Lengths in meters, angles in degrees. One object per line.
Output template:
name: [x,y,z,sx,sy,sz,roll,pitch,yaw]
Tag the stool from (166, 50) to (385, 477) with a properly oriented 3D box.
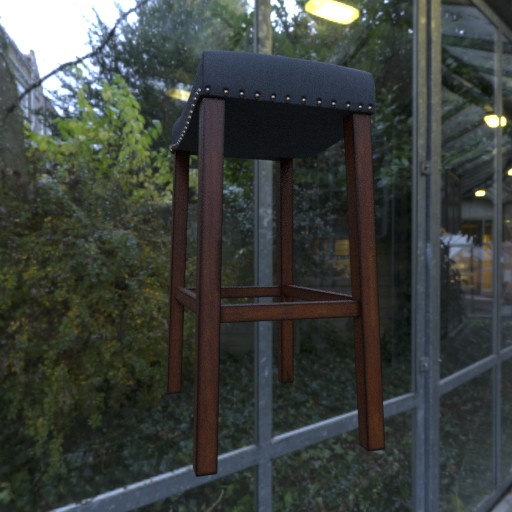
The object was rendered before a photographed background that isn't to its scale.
stool: [0.000,0.000,1.039,0.366,0.748,0.502,0,0,-17]
